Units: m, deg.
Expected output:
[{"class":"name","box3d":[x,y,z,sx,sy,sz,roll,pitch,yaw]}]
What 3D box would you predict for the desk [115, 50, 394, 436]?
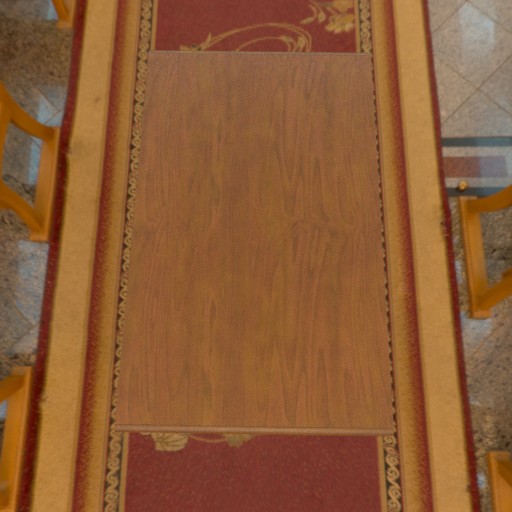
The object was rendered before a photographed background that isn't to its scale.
[{"class":"desk","box3d":[0.000,0.000,1.537,0.660,0.754,1.066,1,75,0]}]
